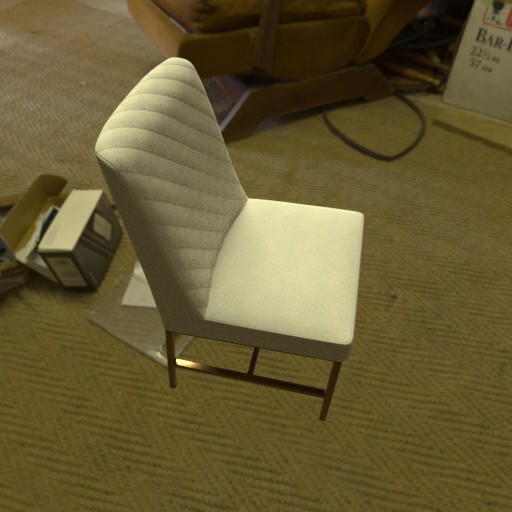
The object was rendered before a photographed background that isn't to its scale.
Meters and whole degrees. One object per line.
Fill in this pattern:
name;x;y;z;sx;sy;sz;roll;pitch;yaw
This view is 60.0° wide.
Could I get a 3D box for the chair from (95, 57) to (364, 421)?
chair;0.000;0.000;1.278;0.597;0.933;0.503;9;48;9
